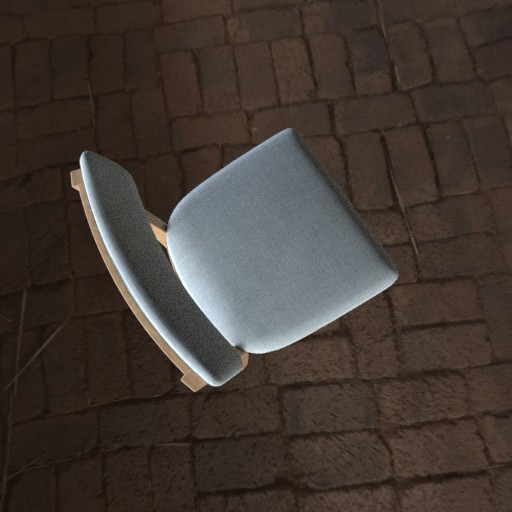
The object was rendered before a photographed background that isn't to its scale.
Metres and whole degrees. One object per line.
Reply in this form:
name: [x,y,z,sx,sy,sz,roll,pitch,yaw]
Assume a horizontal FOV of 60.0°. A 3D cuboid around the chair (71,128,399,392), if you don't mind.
chair: [0.000,0.000,1.174,0.572,0.832,0.508,-31,77,-8]
